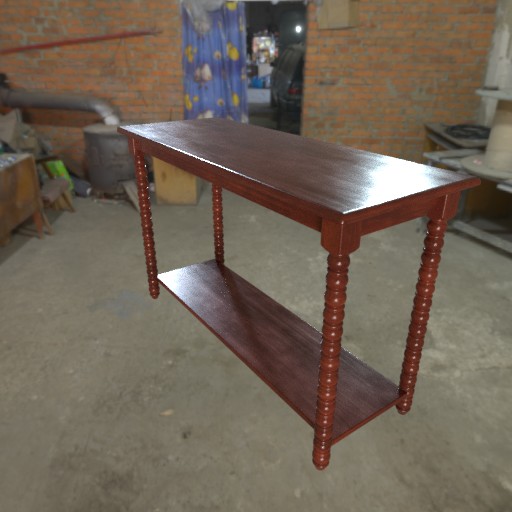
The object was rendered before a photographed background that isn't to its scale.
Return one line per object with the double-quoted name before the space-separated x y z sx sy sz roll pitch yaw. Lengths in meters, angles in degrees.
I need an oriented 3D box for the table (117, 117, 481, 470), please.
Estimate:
"table" 0.000 0.000 1.503 0.459 0.740 1.184 -17 30 -31
